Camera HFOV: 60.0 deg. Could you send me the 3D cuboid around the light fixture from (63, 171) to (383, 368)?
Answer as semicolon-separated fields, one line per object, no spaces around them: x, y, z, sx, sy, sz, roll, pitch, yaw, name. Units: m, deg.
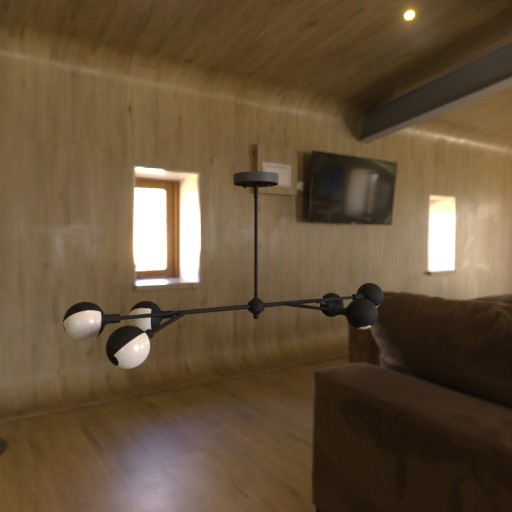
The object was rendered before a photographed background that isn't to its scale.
0.000;0.000;0.994;0.778;0.362;0.434;0;1;-17;light fixture
